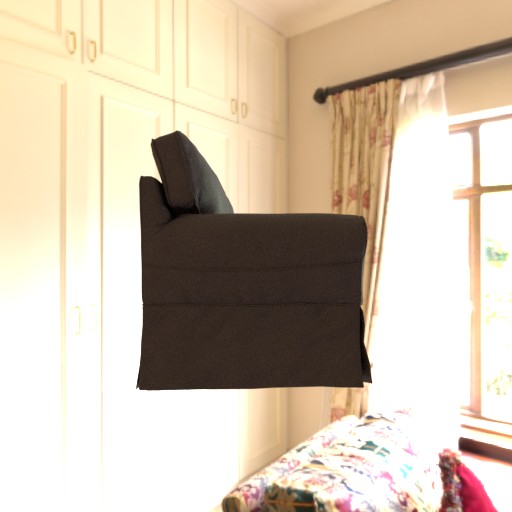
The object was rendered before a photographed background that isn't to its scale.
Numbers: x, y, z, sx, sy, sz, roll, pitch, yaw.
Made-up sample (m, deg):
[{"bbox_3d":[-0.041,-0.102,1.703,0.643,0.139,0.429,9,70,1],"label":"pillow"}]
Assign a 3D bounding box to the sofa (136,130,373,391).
[{"bbox_3d":[0.000,0.000,2.869,0.983,1.094,2.256,0,0,0],"label":"sofa"}]
